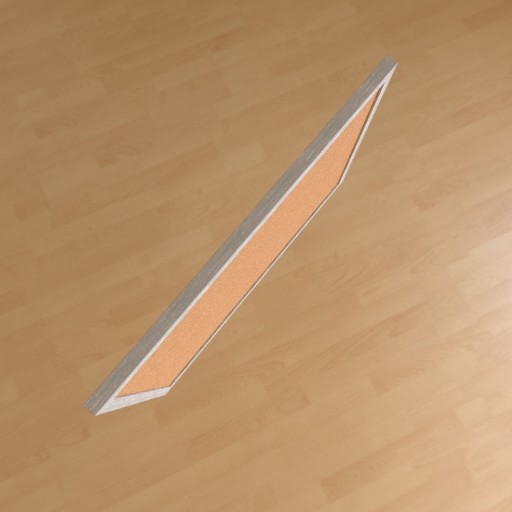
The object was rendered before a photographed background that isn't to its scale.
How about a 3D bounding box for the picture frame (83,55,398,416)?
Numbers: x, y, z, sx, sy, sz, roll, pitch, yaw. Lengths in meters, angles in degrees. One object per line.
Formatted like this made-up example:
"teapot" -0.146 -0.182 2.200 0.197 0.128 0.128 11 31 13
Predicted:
"picture frame" 0.000 0.000 1.198 0.029 0.640 0.950 38 79 9
